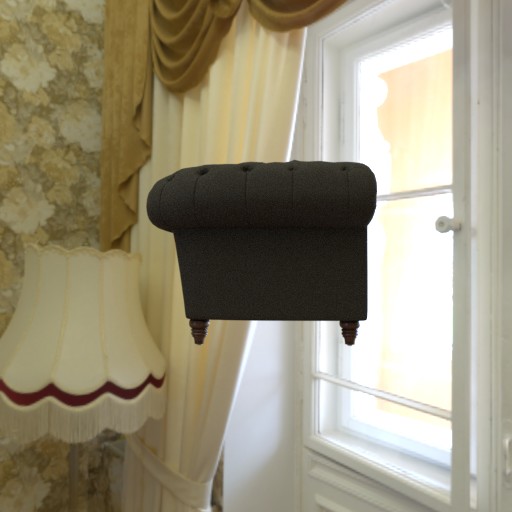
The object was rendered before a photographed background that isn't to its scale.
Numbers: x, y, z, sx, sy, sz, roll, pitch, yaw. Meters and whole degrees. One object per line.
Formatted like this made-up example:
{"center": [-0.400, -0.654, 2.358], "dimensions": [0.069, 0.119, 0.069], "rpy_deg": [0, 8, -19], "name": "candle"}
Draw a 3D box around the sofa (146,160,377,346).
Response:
{"center": [0.000, 0.000, 2.812], "dimensions": [0.991, 0.762, 2.362], "rpy_deg": [0, 0, 1], "name": "sofa"}
